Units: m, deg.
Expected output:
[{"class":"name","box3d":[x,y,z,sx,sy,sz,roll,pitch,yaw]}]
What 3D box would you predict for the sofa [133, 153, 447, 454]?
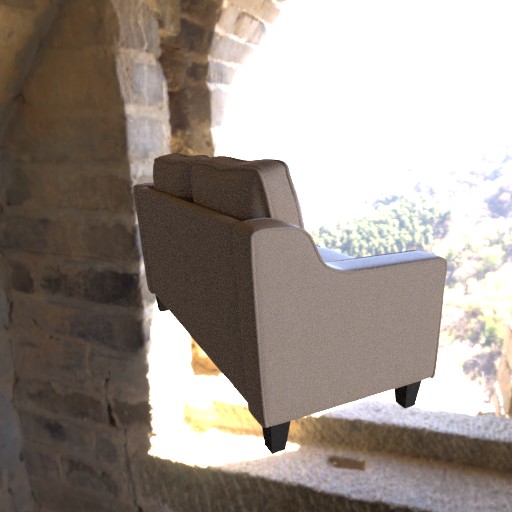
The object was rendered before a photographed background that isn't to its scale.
[{"class":"sofa","box3d":[0.000,0.000,3.496,1.351,1.562,2.587,-7,16,-26]}]
